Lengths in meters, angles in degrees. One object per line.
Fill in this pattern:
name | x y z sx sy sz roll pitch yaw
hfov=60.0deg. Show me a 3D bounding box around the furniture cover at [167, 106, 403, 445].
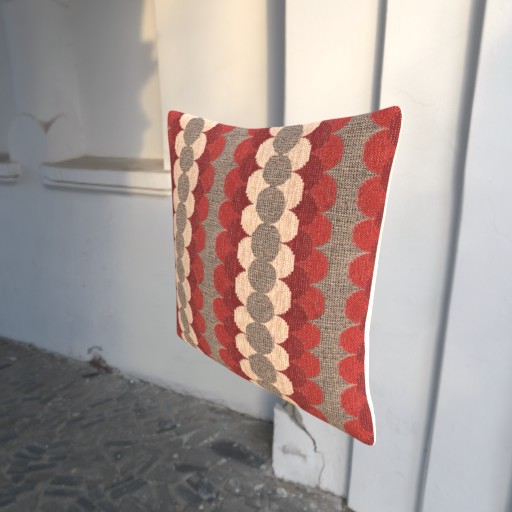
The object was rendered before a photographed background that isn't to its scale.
furniture cover | 0.000 0.000 0.658 0.145 0.420 0.435 -15 22 -42
